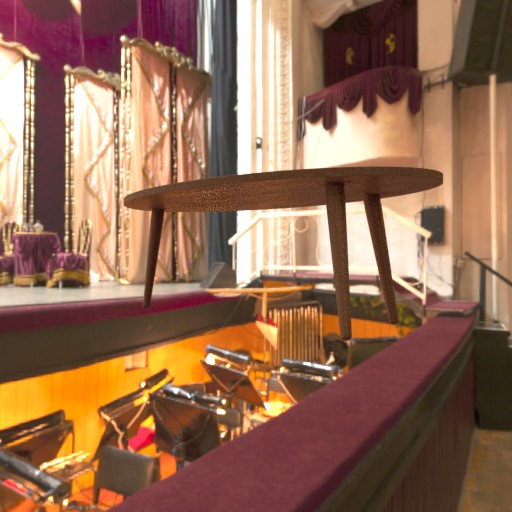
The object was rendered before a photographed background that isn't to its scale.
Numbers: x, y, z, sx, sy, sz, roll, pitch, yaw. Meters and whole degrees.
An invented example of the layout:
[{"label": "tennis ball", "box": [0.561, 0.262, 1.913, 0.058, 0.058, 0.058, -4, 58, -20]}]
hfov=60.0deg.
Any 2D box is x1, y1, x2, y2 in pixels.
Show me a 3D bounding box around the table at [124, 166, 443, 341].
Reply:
[{"label": "table", "box": [0.000, 0.000, 1.361, 1.083, 0.390, 0.542, 0, 0, 37]}]
